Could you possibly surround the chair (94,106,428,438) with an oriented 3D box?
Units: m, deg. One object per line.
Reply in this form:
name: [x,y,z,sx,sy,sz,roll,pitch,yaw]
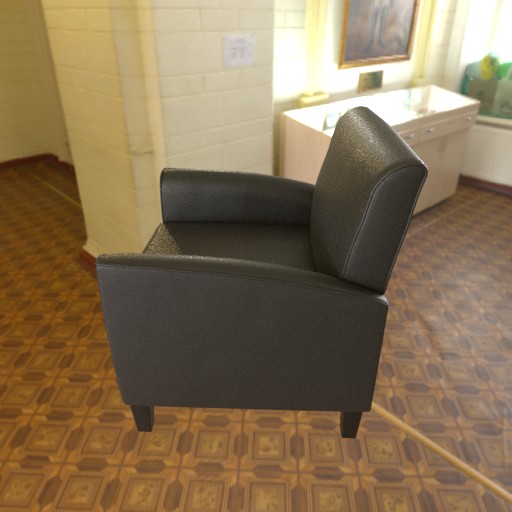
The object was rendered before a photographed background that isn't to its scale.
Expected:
chair: [0.000,0.000,1.546,0.819,0.916,0.820,1,28,2]
